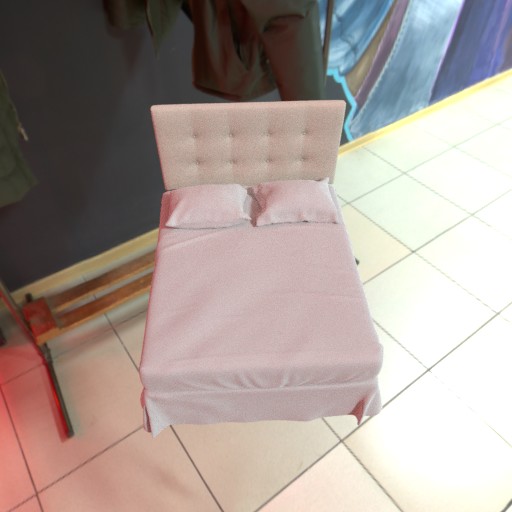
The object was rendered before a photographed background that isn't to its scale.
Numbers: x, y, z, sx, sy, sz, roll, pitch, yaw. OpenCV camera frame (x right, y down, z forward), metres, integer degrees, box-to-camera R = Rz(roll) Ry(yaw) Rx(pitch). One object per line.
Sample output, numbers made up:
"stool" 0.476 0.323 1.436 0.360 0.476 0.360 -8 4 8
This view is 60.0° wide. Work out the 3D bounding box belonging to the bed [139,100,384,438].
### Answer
"bed" 0.000 0.000 3.564 1.936 1.577 2.222 -2 47 -2
